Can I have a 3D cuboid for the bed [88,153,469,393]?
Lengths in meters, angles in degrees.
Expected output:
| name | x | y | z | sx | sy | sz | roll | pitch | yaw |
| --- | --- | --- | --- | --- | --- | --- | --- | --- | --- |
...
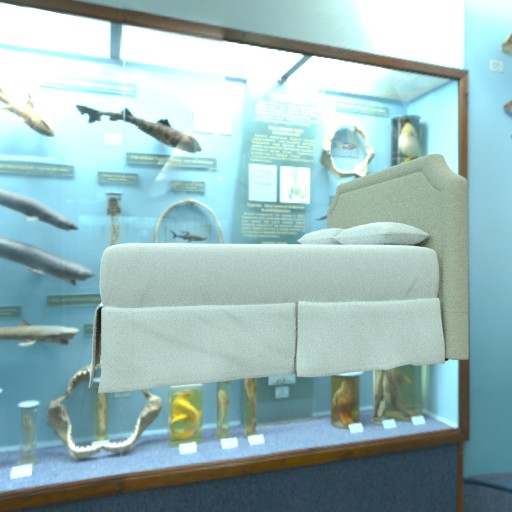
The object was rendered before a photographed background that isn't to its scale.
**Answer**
| name | x | y | z | sx | sy | sz | roll | pitch | yaw |
| --- | --- | --- | --- | --- | --- | --- | --- | --- | --- |
| bed | 0.000 | 0.000 | 3.092 | 2.116 | 1.290 | 1.693 | 0 | 0 | -17 |
